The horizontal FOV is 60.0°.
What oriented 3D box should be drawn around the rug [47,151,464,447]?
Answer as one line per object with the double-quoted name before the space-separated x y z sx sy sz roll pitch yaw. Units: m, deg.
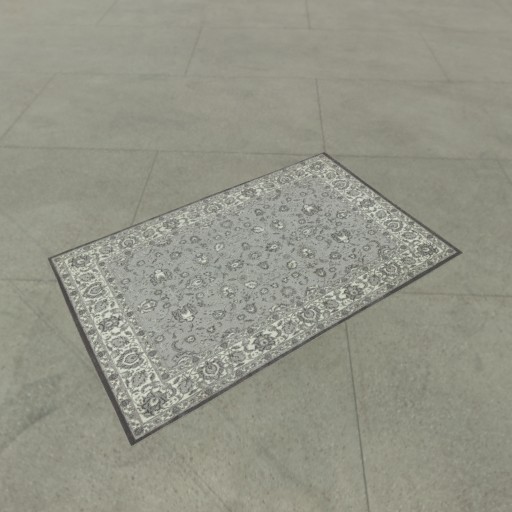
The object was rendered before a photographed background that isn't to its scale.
"rug" 0.000 0.000 3.039 2.438 0.011 1.524 -25 51 -22
